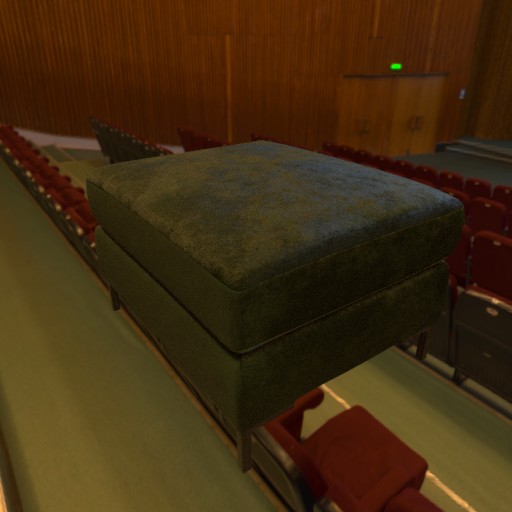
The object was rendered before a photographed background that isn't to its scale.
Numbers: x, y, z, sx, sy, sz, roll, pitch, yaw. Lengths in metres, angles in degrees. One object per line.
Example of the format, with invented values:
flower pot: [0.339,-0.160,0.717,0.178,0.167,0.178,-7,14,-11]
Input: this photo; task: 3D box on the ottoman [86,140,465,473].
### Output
ottoman: [0.000,0.000,1.298,0.701,0.538,0.839,-18,32,-32]
